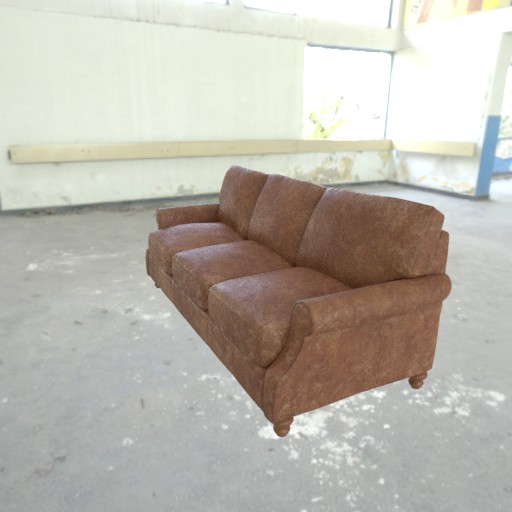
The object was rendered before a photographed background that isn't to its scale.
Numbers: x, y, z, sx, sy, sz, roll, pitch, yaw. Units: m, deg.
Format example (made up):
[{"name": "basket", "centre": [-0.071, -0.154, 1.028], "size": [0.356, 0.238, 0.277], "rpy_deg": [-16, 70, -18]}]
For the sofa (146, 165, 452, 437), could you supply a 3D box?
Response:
[{"name": "sofa", "centre": [0.000, 0.000, 2.864], "size": [0.973, 0.977, 2.351], "rpy_deg": [-8, 19, -26]}]
